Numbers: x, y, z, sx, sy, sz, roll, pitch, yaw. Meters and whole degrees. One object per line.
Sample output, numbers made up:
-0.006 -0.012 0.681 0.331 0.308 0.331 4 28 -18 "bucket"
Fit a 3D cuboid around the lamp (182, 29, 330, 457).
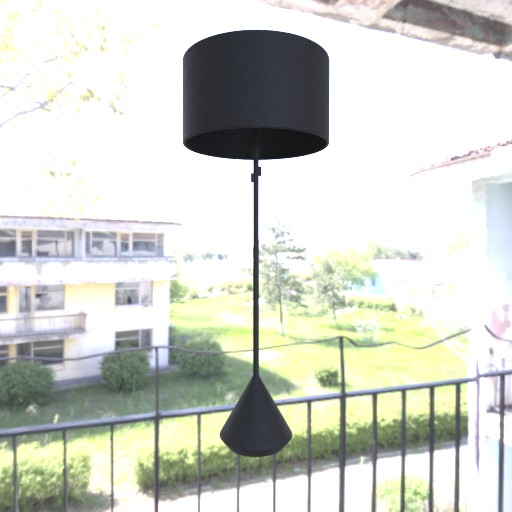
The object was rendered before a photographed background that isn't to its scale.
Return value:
0.000 0.000 1.781 0.580 1.526 0.580 0 1 -19 "lamp"
